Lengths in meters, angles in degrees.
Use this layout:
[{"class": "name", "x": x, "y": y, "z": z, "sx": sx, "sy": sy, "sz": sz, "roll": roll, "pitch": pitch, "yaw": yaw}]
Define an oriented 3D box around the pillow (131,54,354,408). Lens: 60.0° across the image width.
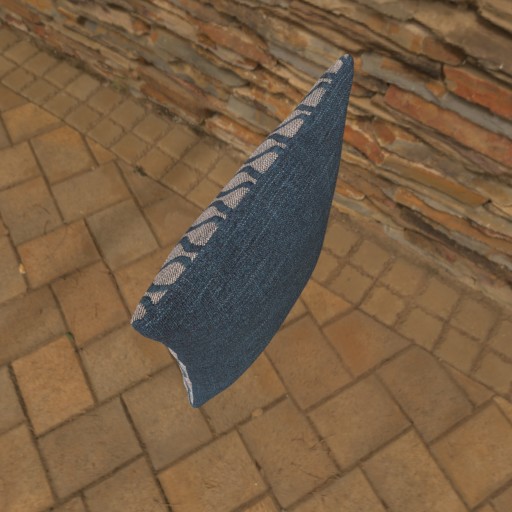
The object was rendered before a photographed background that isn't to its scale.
[{"class": "pillow", "x": 0.000, "y": 0.000, "z": 0.670, "sx": 0.159, "sy": 0.435, "sz": 0.435, "roll": 28, "pitch": 66, "yaw": 14}]
